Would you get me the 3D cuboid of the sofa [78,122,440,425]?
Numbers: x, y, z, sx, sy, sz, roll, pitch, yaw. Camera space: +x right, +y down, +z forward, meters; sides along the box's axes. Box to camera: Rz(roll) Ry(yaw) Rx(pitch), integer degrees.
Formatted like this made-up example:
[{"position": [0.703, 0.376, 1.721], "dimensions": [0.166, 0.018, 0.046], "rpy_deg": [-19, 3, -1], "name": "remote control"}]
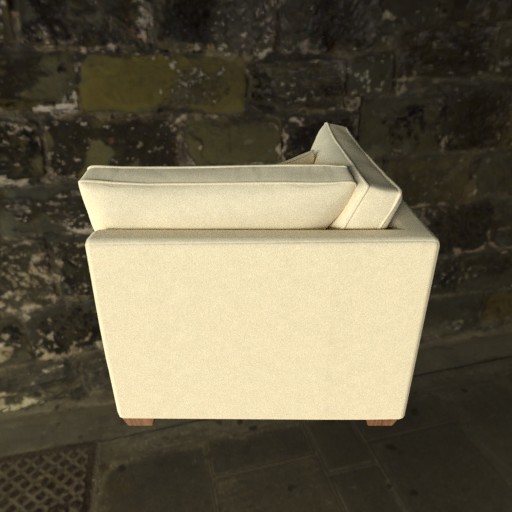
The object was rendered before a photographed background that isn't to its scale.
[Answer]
[{"position": [0.000, 0.000, 1.979], "dimensions": [1.146, 1.002, 1.084], "rpy_deg": [0, 27, 0], "name": "sofa"}]
